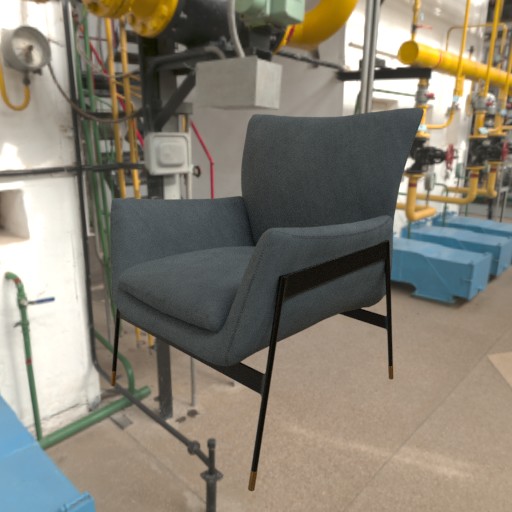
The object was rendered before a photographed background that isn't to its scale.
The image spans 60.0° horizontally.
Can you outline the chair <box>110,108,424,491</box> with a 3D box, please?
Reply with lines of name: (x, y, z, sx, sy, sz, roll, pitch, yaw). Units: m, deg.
chair: (0.000, 0.000, 1.349, 0.678, 0.858, 0.709, 15, 21, 42)
